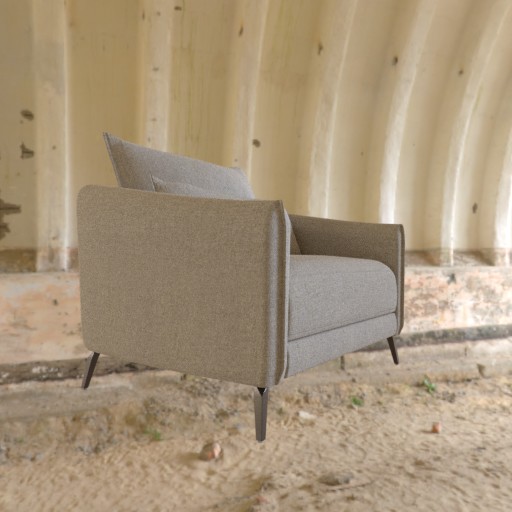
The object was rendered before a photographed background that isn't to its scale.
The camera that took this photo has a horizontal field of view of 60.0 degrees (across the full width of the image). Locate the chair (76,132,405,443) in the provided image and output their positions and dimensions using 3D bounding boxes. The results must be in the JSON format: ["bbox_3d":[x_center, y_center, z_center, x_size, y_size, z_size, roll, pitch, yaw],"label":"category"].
[{"bbox_3d":[0.000,0.000,1.596,0.801,0.856,1.029,0,-1,36],"label":"chair"}]
